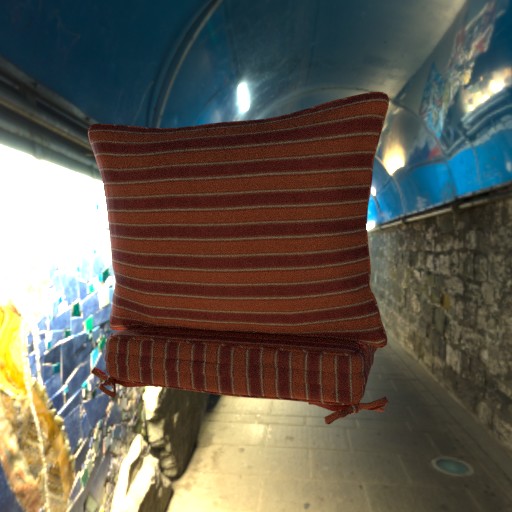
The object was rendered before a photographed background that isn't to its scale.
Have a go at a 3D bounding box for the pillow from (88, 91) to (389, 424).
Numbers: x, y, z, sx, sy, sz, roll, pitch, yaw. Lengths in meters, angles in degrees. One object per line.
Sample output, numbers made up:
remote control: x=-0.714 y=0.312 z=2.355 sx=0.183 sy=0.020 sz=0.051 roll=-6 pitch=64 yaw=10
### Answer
pillow: x=0.000 y=0.000 z=1.355 sx=0.799 sy=0.723 sz=0.733 roll=0 pitch=1 yaw=19
